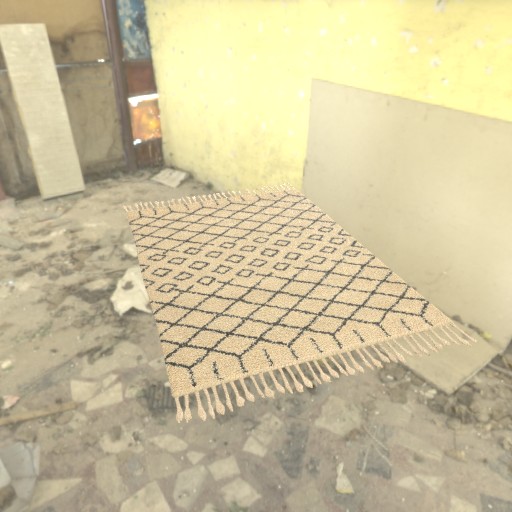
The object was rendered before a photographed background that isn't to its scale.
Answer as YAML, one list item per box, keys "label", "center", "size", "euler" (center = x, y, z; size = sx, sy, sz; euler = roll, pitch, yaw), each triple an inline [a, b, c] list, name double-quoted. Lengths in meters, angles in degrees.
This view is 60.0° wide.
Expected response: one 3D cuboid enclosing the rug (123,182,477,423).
- label: "rug"
  center: [0.000, 0.000, 3.235]
  size: [1.664, 0.029, 2.615]
  euler: [-10, 32, -17]
